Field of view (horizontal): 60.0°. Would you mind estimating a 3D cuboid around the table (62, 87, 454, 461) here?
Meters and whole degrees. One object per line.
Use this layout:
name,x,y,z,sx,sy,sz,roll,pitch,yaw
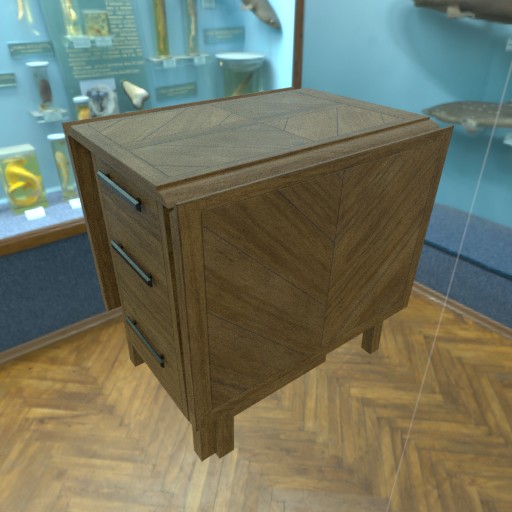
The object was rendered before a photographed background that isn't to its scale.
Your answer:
table,0.000,0.000,1.268,0.746,0.763,0.591,-21,37,-31
